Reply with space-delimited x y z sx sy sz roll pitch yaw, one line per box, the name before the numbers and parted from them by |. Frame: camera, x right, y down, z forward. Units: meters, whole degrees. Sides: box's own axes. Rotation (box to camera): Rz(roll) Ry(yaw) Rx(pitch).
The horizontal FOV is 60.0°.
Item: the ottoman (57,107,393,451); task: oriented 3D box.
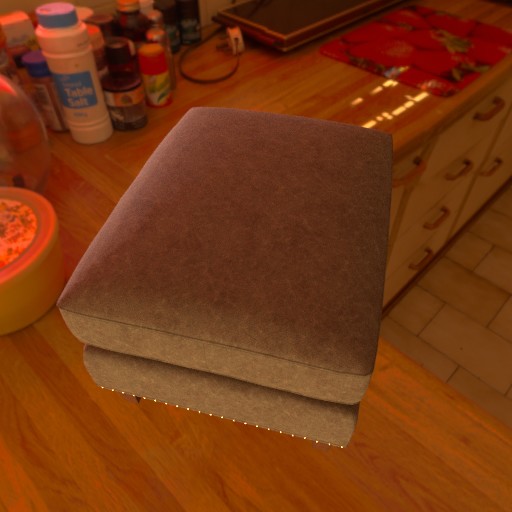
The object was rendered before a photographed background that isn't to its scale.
ottoman | 0.000 0.000 1.113 0.584 0.513 0.741 10 48 10
